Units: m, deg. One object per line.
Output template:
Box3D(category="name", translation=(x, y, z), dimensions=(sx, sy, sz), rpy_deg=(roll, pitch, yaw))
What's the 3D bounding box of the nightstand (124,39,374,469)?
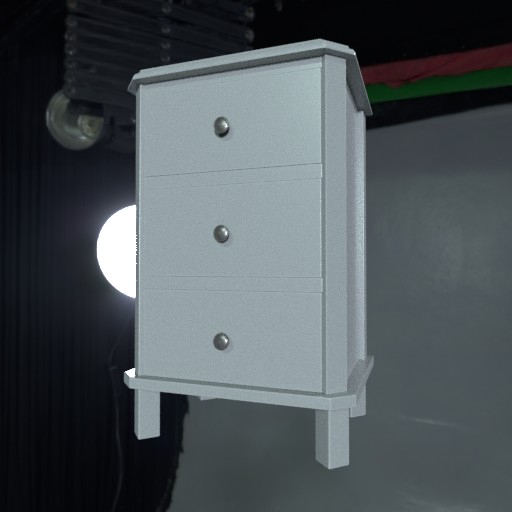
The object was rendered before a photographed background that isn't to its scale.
Box3D(category="nightstand", translation=(0.000, 0.000, 0.907), dimensions=(0.435, 0.680, 0.348), rpy_deg=(0, -1, 20))
